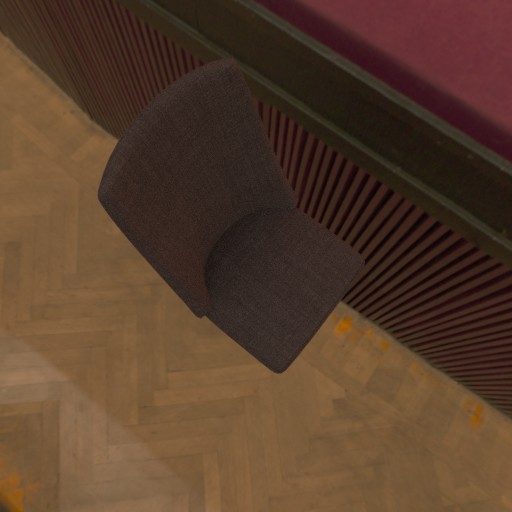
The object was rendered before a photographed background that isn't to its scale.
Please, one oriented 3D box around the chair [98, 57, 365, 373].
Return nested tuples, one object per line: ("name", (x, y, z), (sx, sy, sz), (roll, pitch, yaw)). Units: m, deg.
("chair", (0.000, 0.000, 1.367), (0.577, 1.050, 0.510), (38, 77, 10))
